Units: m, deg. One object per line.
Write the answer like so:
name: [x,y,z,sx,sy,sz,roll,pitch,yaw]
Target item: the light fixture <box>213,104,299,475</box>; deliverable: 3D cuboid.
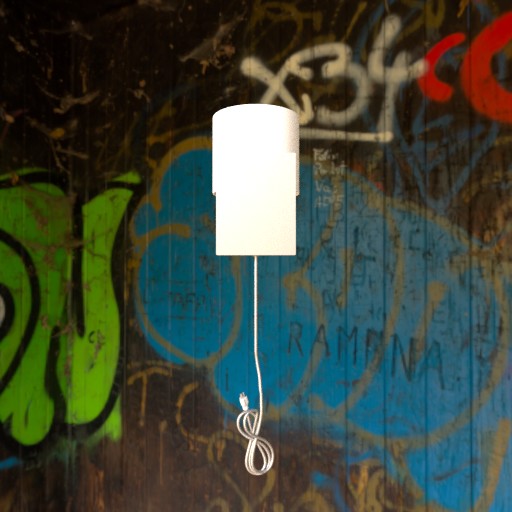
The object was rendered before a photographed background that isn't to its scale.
light fixture: [0.000,0.000,0.888,0.203,0.651,0.516,0,-1,0]
